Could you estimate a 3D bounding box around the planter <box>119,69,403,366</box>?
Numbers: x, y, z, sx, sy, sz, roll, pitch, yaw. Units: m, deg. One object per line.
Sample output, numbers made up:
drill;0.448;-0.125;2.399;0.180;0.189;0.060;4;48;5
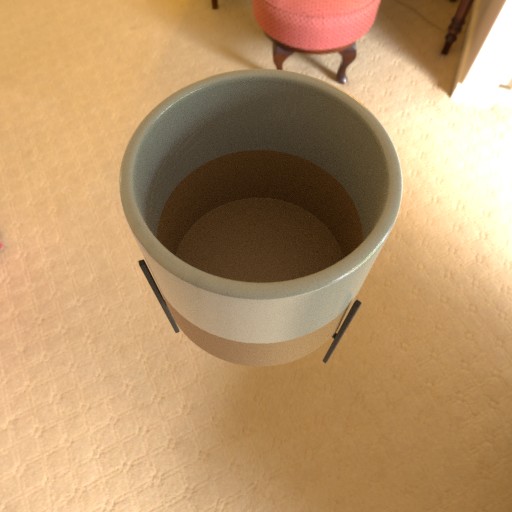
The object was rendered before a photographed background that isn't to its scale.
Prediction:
planter;0.000;0.000;0.750;0.360;0.480;0.348;-17;64;-8
